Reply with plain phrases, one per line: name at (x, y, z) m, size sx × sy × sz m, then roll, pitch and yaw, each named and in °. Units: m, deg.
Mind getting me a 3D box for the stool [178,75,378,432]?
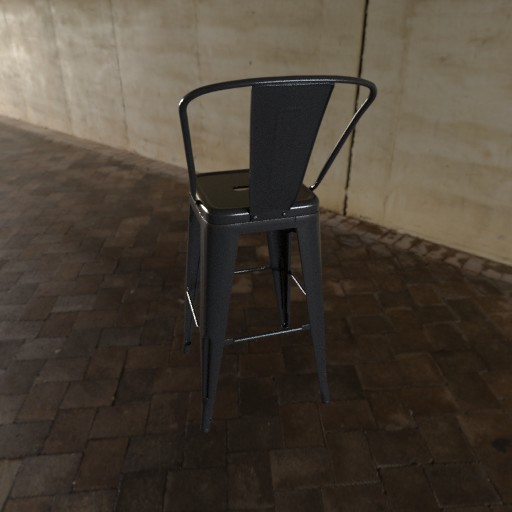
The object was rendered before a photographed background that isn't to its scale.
stool at (0.000, 0.000, 1.282) m, size 0.432 × 1.022 × 0.528 m, roll -8°, pitch 29°, yaw -15°
